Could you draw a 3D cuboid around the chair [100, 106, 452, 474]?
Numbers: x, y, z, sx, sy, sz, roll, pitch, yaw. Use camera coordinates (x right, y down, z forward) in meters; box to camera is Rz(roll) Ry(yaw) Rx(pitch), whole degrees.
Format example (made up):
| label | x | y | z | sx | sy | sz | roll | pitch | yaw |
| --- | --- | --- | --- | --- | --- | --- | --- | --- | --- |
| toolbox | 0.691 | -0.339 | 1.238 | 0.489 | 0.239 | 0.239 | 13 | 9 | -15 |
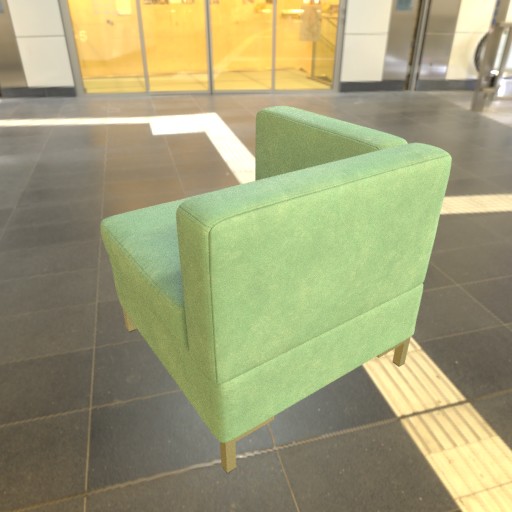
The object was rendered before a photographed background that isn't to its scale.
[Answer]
| label | x | y | z | sx | sy | sz | roll | pitch | yaw |
| --- | --- | --- | --- | --- | --- | --- | --- | --- | --- |
| chair | 0.000 | 0.000 | 1.235 | 0.680 | 0.660 | 0.680 | -19 | 35 | -30 |
